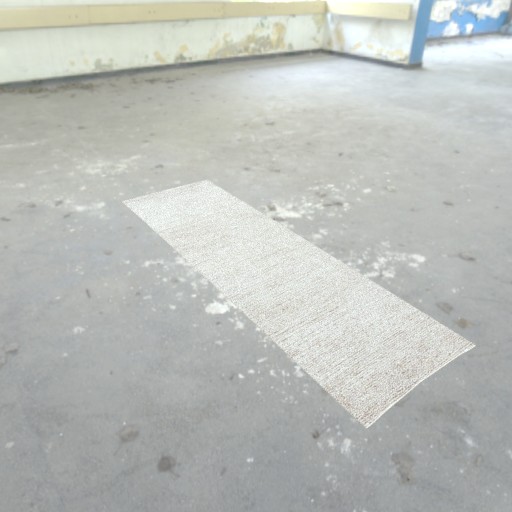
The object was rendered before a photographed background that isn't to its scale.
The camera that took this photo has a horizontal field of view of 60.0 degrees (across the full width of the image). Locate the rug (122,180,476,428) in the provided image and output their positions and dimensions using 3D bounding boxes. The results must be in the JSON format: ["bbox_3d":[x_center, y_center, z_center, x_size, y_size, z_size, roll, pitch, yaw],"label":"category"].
[{"bbox_3d":[0.000,0.000,2.566,0.712,0.013,2.346,-21,37,-30],"label":"rug"}]
